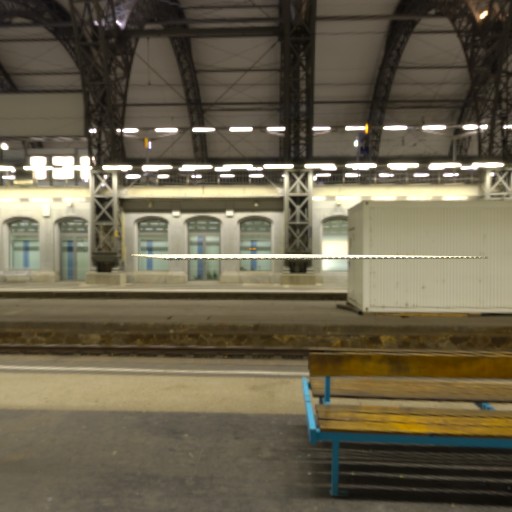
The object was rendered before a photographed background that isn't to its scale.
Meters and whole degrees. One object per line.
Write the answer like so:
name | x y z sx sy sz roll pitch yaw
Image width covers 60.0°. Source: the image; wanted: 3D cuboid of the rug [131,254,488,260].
rug | 0.000 0.000 3.032 1.524 0.010 2.438 0 1 -19
